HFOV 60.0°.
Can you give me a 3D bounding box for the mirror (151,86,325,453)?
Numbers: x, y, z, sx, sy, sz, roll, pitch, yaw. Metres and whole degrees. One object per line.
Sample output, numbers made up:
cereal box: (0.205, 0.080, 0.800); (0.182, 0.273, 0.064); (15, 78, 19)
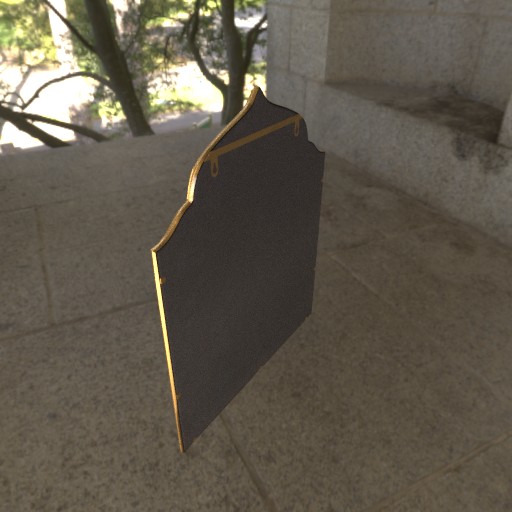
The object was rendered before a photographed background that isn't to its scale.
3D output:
mirror: (0.000, 0.000, 0.870); (0.018, 0.635, 0.513); (20, 38, 29)
